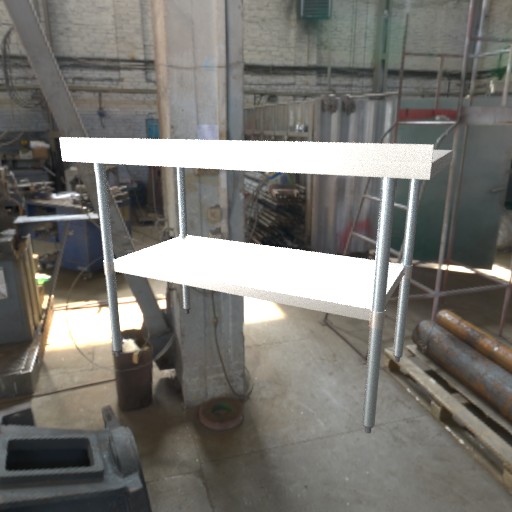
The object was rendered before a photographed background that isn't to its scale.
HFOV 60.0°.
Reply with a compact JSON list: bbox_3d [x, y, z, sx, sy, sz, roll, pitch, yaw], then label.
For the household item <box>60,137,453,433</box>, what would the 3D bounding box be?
[{"bbox_3d":[0.000,0.000,1.650,1.219,0.851,0.610,8,18,26],"label":"household item"}]
